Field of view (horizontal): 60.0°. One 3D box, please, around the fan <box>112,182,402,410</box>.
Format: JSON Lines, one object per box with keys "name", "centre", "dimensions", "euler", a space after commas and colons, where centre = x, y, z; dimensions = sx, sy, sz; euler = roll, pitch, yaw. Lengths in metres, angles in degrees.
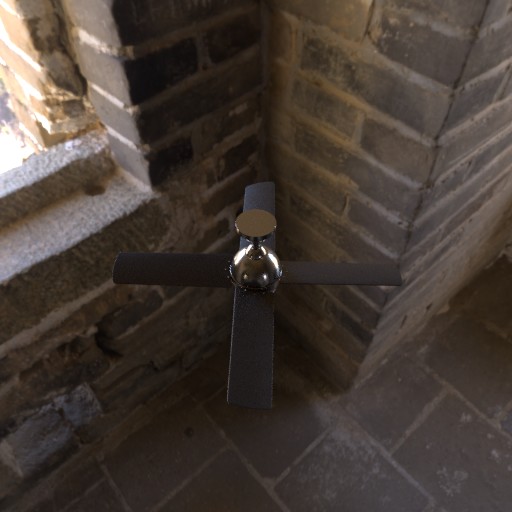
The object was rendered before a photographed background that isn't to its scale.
{"name": "fan", "centre": [0.000, 0.000, 1.988], "dimensions": [1.332, 0.403, 1.332], "euler": [1, 46, 1]}
